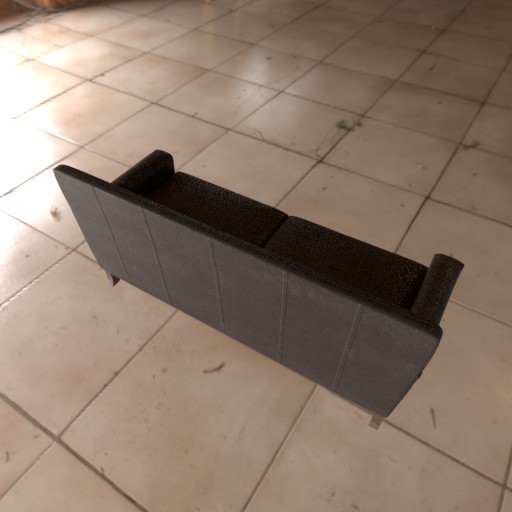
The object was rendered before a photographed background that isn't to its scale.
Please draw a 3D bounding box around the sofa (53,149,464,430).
[{"bbox_3d":[0.000,0.000,2.522,2.053,0.947,0.805,24,50,21],"label":"sofa"}]
